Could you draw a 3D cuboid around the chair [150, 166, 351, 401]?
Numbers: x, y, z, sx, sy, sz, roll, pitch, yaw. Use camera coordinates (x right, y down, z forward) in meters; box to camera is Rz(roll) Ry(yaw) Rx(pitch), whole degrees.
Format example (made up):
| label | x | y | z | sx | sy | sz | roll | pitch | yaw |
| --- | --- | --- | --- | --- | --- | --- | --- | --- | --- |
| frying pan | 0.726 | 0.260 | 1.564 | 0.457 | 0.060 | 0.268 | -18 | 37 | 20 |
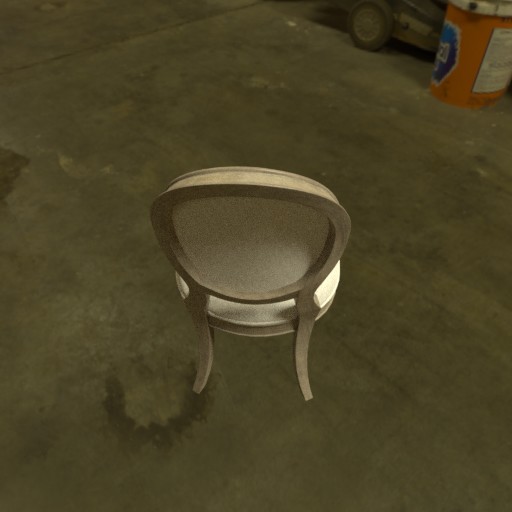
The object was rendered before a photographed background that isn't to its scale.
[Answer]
| label | x | y | z | sx | sy | sz | roll | pitch | yaw |
| --- | --- | --- | --- | --- | --- | --- | --- | --- | --- |
| chair | 0.000 | 0.000 | 1.345 | 0.558 | 0.990 | 0.602 | 3 | 45 | 3 |
